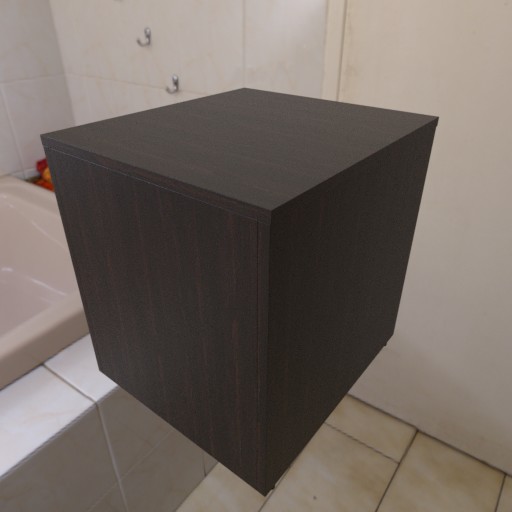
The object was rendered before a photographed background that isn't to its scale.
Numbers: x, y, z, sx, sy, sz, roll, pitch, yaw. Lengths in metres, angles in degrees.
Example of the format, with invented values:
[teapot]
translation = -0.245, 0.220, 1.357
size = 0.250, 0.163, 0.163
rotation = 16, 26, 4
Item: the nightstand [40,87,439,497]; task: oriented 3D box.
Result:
[nightstand]
translation = 0.000, 0.000, 0.781
size = 0.400, 0.460, 0.461
rotation = 22, 37, 32
